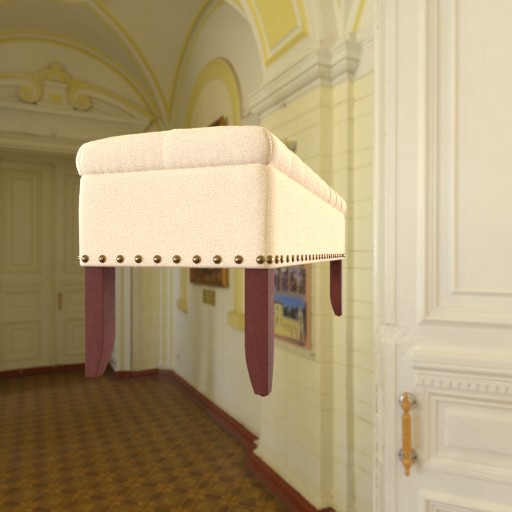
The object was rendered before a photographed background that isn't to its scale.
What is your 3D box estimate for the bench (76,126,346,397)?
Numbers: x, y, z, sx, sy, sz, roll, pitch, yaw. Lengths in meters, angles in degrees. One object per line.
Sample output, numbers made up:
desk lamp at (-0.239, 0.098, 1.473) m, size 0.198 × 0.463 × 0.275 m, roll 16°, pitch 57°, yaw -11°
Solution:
bench at (0.000, 0.000, 1.275) m, size 0.400 × 0.470 × 1.054 m, roll 0°, pitch 1°, yaw 18°
